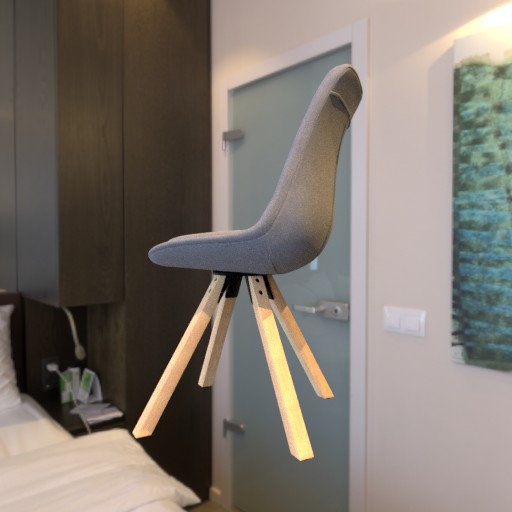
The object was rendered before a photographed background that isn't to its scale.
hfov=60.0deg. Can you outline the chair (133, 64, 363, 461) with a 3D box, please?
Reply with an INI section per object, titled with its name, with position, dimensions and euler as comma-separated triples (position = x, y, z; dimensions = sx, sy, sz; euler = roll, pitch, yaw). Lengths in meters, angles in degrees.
[chair]
position = 0.000, 0.000, 1.185
dimensions = 0.549, 0.863, 0.474
euler = 1, 2, 17
